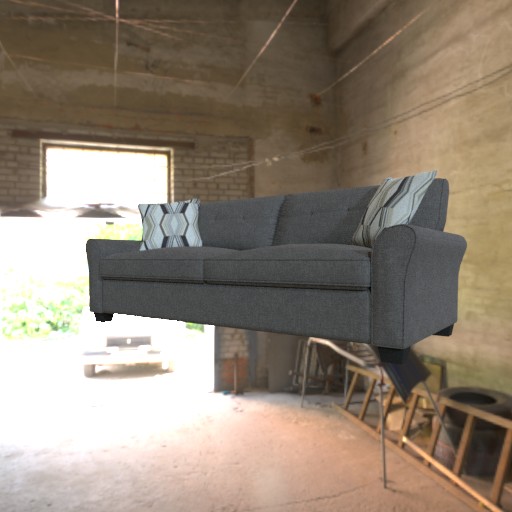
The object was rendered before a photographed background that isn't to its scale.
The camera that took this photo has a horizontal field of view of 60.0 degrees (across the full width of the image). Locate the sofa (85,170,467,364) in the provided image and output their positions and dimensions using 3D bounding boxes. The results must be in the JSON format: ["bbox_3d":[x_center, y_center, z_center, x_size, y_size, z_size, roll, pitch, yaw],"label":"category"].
[{"bbox_3d":[0.000,0.000,2.509,2.032,0.813,0.889,0,0,36],"label":"sofa"}]
